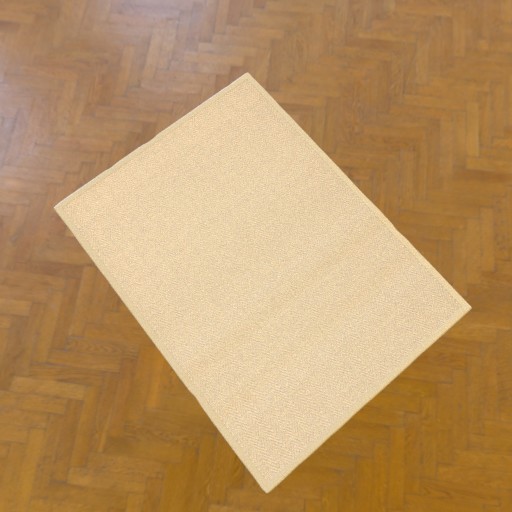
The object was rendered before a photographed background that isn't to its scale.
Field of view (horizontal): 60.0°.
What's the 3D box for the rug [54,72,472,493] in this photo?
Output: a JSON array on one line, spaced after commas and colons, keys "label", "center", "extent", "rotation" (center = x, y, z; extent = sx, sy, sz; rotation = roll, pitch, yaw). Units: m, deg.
[{"label": "rug", "center": [0.000, 0.000, 4.685], "extent": [2.734, 0.037, 3.659], "rotation": [-38, 78, -10]}]
